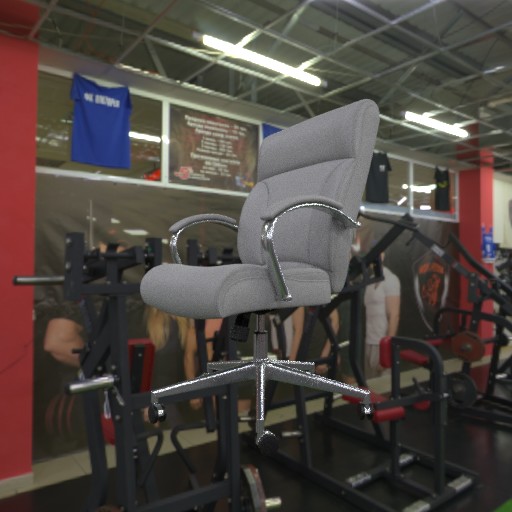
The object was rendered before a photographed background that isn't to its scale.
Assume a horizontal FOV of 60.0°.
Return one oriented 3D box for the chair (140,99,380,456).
[{"bbox_3d":[0.000,0.000,1.614,0.745,1.099,0.727,1,-1,-35],"label":"chair"}]
